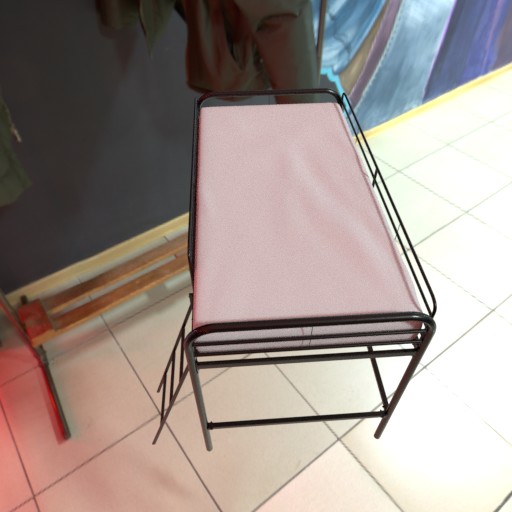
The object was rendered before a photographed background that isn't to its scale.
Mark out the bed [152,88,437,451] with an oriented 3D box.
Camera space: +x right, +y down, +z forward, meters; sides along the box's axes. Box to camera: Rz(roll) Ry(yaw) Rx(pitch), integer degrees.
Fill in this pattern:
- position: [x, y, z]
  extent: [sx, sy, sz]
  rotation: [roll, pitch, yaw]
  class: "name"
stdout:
- position: [0.000, 0.000, 2.876]
  extent: [1.393, 1.289, 1.968]
  rotation: [-3, 47, -3]
  class: "bed"
